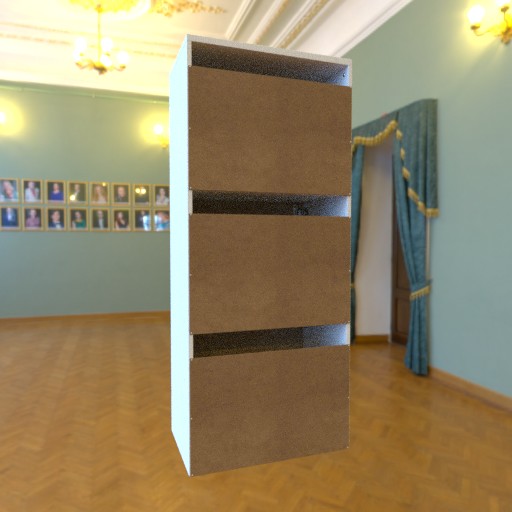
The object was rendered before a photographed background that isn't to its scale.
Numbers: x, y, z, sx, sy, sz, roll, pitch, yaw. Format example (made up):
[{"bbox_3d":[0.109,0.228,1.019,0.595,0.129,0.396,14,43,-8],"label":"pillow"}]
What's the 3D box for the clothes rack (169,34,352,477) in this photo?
[{"bbox_3d":[0.000,0.000,1.421,0.500,1.187,0.331,-1,2,-19],"label":"clothes rack"}]
